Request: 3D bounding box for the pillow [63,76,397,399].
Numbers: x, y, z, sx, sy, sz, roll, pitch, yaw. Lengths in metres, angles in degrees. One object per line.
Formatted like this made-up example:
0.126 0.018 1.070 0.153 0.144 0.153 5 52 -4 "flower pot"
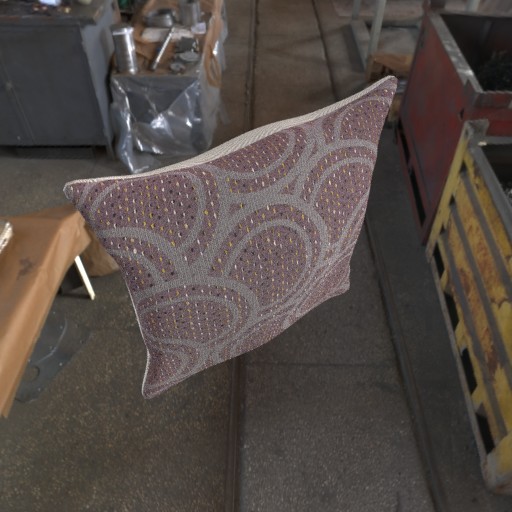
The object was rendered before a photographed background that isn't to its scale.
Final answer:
0.000 0.000 0.772 0.514 0.513 0.163 -25 51 -22 "pillow"
